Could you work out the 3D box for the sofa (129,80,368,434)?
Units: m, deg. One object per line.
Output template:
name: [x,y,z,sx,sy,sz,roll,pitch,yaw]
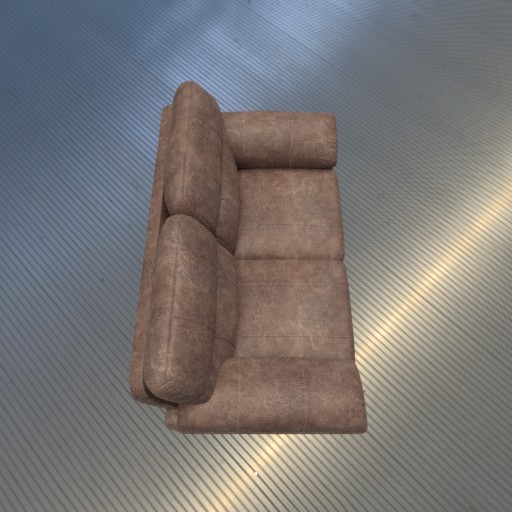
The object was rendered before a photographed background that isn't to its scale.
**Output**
sofa: [0.000,0.000,2.330,0.991,0.991,1.753,0,64,0]
